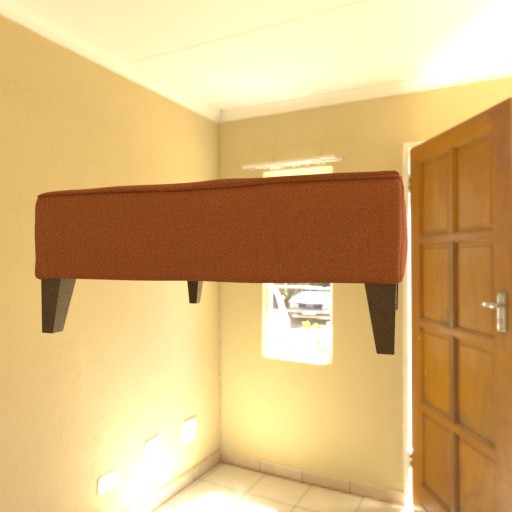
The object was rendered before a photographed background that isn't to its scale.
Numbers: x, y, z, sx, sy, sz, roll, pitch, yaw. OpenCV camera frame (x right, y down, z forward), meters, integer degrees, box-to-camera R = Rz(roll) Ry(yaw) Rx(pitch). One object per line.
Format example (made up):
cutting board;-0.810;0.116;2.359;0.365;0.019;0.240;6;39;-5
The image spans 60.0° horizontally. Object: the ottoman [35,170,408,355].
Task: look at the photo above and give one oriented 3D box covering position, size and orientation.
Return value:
ottoman;0.000;0.000;1.548;0.999;0.438;0.997;0;-1;18
